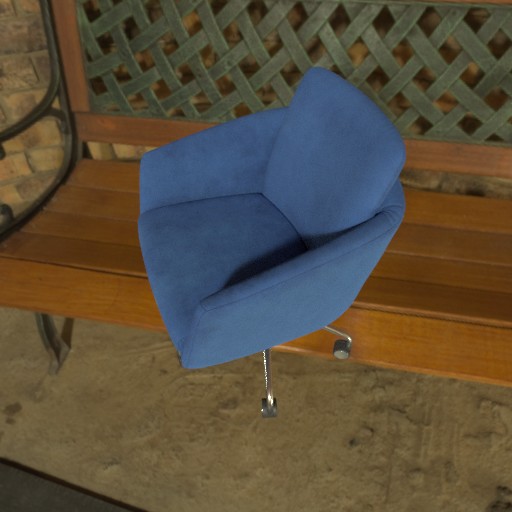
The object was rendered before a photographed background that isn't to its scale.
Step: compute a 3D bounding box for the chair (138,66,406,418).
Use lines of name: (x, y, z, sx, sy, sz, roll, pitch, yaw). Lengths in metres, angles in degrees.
chair: (0.000, 0.000, 1.322, 0.635, 0.908, 0.641, -16, 49, -14)
